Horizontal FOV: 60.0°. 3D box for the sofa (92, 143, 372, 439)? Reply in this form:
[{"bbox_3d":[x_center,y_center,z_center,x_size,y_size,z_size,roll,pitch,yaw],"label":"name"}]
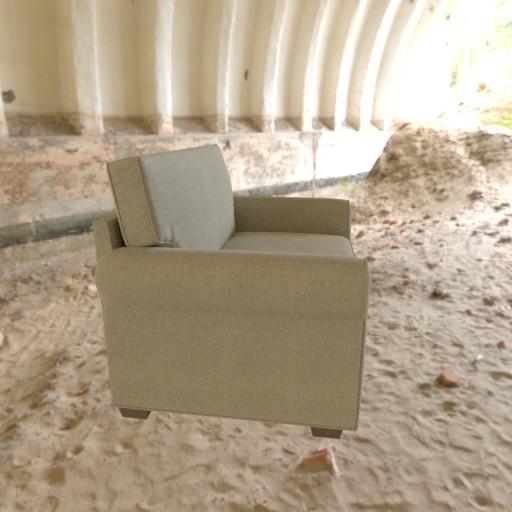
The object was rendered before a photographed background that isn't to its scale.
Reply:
[{"bbox_3d":[0.000,0.000,2.088,0.936,0.991,1.405,2,16,8],"label":"sofa"}]
